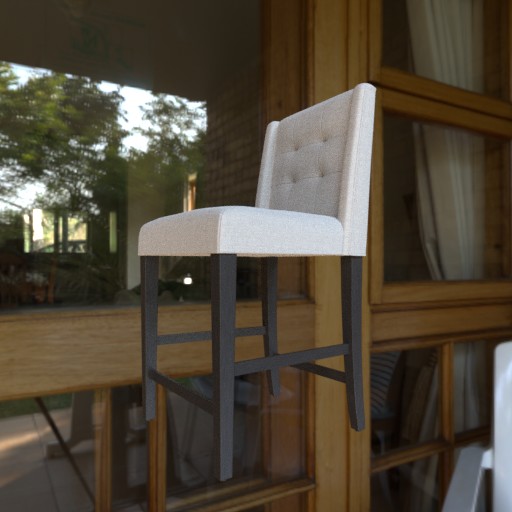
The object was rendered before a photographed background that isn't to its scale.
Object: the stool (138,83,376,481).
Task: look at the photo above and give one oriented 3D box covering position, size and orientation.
[{"bbox_3d":[0.000,0.000,1.232,0.509,0.939,0.474,0,-1,-35],"label":"stool"}]
